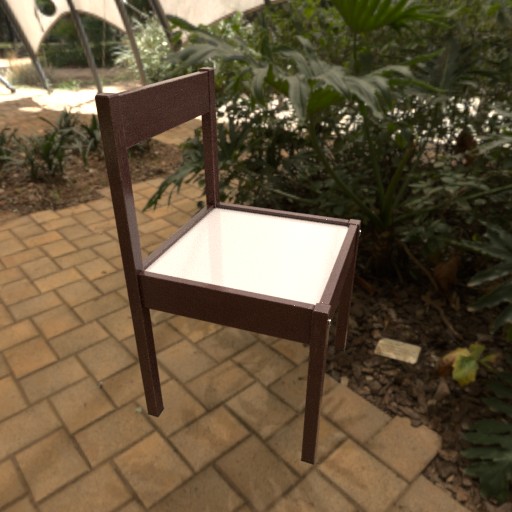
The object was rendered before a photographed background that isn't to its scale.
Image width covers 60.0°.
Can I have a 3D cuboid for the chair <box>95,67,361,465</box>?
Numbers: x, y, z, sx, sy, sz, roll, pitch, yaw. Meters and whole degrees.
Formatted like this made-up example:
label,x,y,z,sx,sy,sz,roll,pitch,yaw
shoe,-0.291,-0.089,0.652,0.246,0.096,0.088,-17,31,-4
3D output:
label,x,y,z,sx,sy,sz,roll,pitch,yaw
chair,0.000,0.000,0.690,0.285,0.505,0.285,10,31,17
